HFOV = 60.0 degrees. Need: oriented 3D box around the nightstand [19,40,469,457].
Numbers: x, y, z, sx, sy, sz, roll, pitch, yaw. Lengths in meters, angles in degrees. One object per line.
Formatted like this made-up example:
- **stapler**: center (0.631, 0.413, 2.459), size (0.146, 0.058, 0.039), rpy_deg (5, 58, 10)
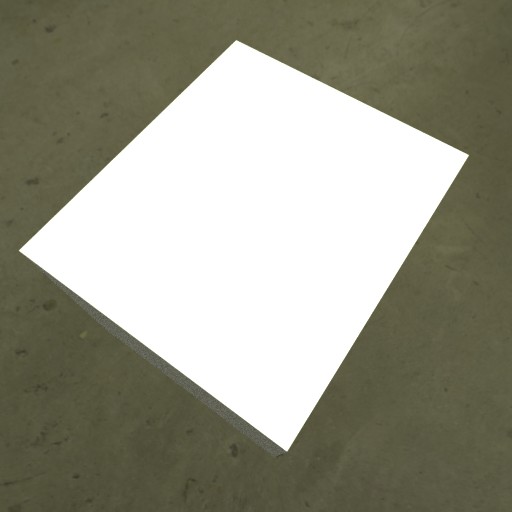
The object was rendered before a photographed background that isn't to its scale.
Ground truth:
- **nightstand**: center (0.000, 0.000, 0.755), size (0.408, 0.351, 0.470), rpy_deg (32, 69, 14)
